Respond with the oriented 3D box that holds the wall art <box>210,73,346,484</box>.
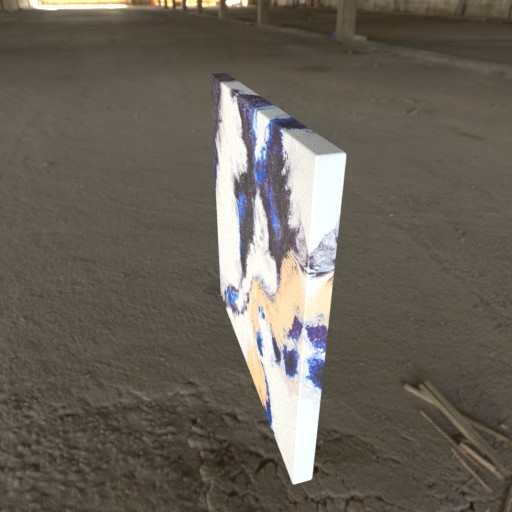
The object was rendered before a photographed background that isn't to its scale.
[{"bbox_3d":[0.000,0.000,0.900,0.039,0.609,0.609,-8,32,-14],"label":"wall art"}]
